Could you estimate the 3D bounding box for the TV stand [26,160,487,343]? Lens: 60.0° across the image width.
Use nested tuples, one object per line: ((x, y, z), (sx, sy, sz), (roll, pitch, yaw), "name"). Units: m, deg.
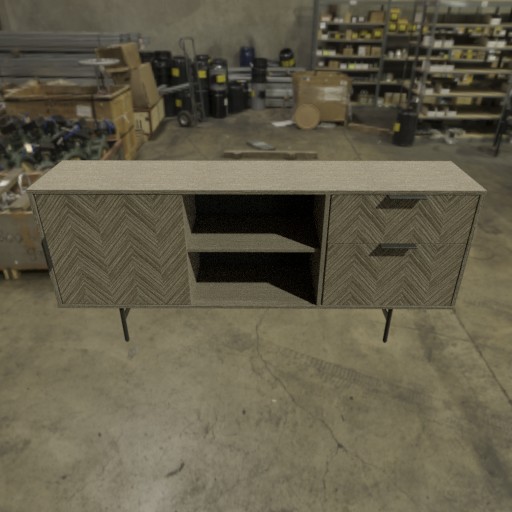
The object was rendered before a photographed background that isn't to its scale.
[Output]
((0.000, 0.000, 2.076), (1.804, 0.787, 0.405), (0, 30, 0), "TV stand")
